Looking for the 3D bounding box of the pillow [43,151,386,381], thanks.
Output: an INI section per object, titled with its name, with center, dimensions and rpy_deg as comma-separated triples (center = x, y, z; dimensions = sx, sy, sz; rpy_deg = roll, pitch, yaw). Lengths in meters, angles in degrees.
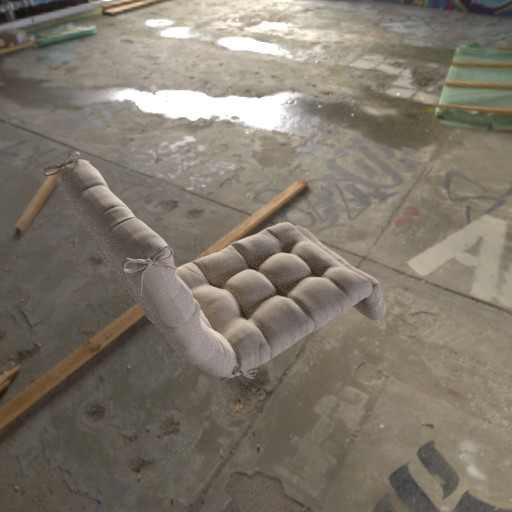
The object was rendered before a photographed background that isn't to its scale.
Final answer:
[pillow]
center = 0.000, 0.000, 1.489
dimensions = 1.016, 0.863, 0.526
rpy_deg = -27, 48, -27
